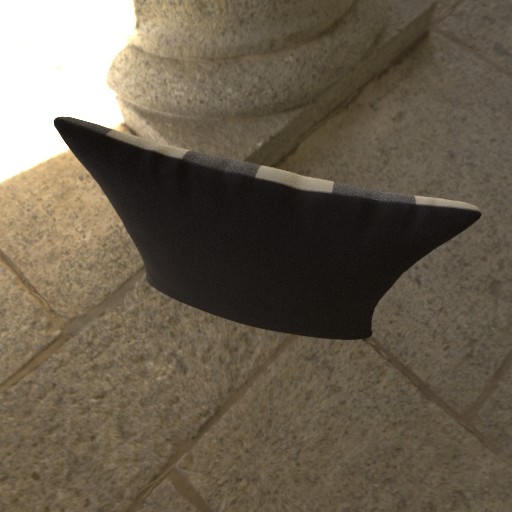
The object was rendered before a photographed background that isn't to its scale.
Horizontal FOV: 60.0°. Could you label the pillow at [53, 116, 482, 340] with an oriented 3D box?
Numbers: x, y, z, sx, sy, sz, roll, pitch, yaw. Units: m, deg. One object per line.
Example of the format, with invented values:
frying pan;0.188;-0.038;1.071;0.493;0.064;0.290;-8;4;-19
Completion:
pillow;0.000;0.000;0.738;0.511;0.509;0.161;14;66;6
